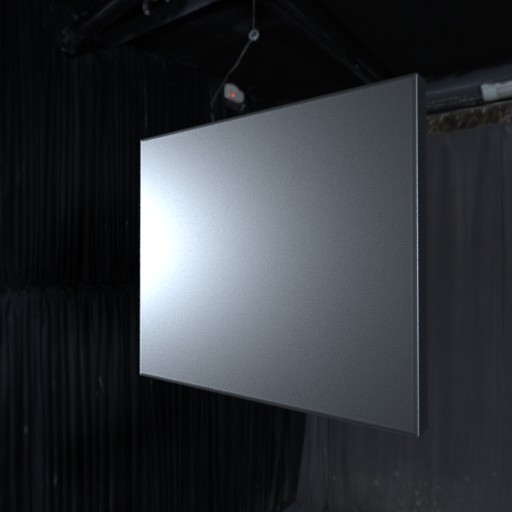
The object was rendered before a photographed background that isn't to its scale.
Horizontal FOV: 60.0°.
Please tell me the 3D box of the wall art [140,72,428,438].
[{"bbox_3d":[0.000,0.000,0.521,0.380,0.330,0.028,-1,-1,36],"label":"wall art"}]
